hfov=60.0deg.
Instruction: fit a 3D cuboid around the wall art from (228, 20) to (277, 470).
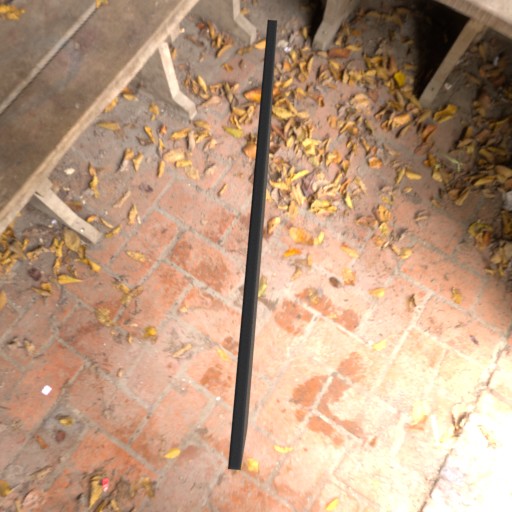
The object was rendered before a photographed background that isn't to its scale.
[{"bbox_3d":[0.000,0.000,1.219,0.026,0.656,0.958,5,75,1],"label":"wall art"}]
